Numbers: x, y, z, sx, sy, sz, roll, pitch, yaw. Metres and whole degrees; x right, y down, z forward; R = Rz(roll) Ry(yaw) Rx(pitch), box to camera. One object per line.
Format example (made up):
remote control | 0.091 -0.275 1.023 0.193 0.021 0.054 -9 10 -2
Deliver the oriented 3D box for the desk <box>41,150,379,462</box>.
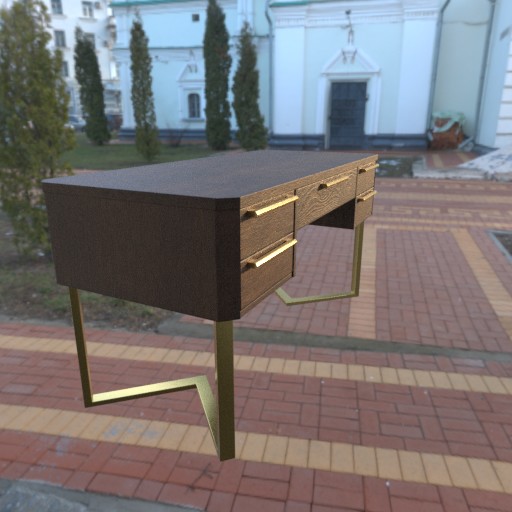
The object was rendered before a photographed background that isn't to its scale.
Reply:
desk | 0.000 0.000 1.862 0.684 0.762 1.479 9 19 26
